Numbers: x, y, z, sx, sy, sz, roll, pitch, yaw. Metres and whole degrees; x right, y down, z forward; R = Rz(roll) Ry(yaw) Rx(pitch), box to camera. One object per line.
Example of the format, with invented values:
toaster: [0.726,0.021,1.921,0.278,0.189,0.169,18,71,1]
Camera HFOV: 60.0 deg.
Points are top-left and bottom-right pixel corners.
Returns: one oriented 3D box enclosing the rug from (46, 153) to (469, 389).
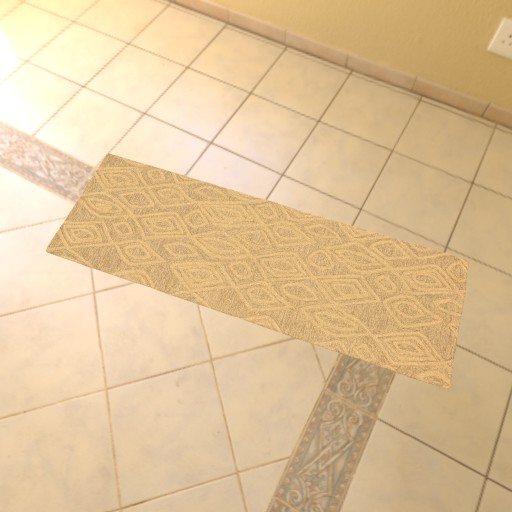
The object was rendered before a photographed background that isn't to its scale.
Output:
rug: [0.000,0.000,2.664,2.436,0.013,0.807,18,65,9]
